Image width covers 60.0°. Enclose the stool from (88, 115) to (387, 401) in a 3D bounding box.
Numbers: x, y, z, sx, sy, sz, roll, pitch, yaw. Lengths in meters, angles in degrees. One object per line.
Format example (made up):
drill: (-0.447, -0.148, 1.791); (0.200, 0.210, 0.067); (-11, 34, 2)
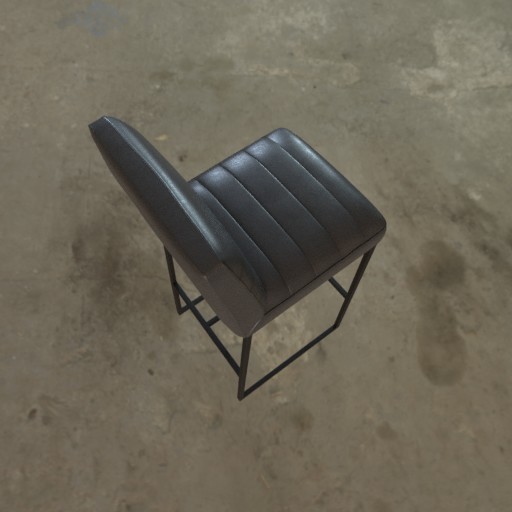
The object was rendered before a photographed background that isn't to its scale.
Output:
stool: (0.000, 0.000, 1.334); (0.552, 1.040, 0.457); (-33, 65, -17)
